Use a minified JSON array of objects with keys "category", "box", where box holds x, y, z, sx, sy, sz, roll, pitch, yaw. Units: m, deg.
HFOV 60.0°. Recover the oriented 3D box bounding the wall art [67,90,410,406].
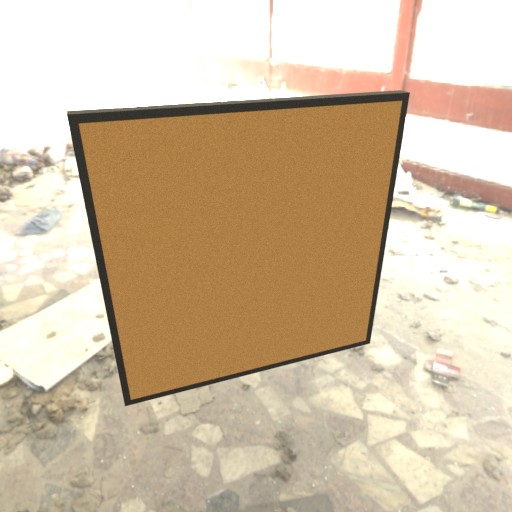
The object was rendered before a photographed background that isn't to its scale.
[{"category":"wall art","box":[0.000,0.000,1.137,0.763,0.763,0.038,-10,30,-17]}]
